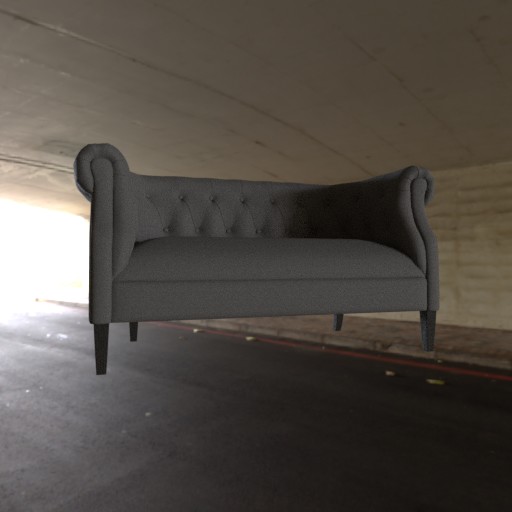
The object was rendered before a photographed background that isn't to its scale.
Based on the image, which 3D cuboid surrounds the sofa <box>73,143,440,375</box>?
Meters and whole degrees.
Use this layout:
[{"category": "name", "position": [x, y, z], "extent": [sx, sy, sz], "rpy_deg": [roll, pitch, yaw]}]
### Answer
[{"category": "sofa", "position": [0.000, 0.000, 2.083], "extent": [1.558, 0.827, 0.835], "rpy_deg": [0, -1, -17]}]
